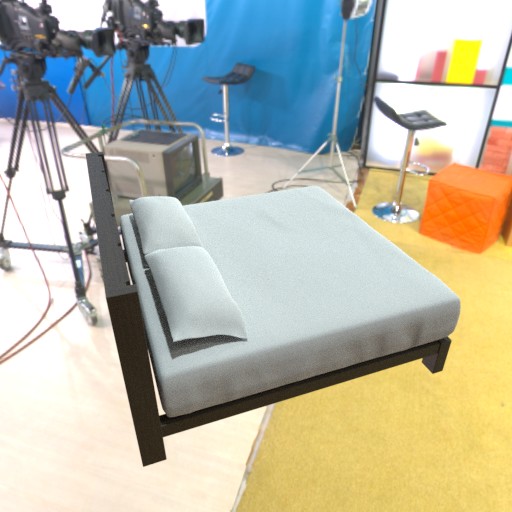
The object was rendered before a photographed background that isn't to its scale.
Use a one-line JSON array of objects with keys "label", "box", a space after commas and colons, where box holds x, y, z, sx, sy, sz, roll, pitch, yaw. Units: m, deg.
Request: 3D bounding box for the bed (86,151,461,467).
[{"label": "bed", "box": [0.000, 0.000, 3.506, 2.238, 1.261, 2.143, -11, 33, -17]}]
